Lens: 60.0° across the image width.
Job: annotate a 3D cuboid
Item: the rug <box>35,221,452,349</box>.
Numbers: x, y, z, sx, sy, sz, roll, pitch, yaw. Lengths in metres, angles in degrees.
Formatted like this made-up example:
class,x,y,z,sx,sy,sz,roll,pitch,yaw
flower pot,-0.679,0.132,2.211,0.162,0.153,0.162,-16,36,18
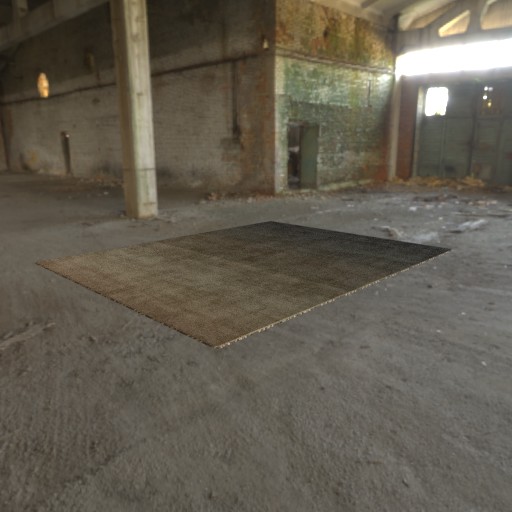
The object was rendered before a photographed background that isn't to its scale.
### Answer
class,x,y,z,sx,sy,sz,roll,pitch,yaw
rug,0.000,0.000,3.893,2.306,0.017,2.902,13,19,43
